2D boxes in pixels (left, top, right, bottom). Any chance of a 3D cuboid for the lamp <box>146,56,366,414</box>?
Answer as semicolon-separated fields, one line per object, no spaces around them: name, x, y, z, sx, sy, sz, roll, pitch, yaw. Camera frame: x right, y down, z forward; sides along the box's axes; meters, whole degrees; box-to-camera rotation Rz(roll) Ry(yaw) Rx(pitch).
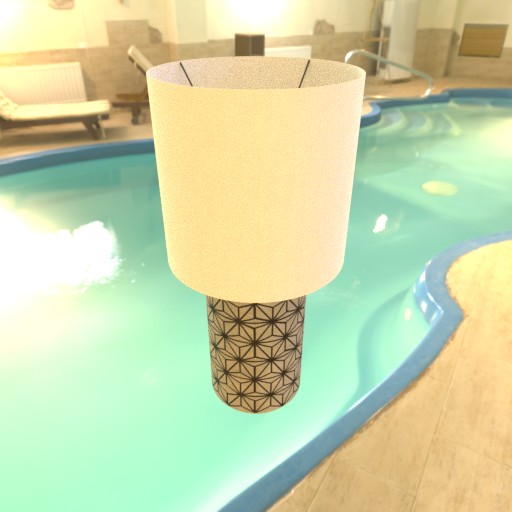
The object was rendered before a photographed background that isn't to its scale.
lamp;0.000;0.000;0.531;0.206;0.416;0.206;21;37;31
